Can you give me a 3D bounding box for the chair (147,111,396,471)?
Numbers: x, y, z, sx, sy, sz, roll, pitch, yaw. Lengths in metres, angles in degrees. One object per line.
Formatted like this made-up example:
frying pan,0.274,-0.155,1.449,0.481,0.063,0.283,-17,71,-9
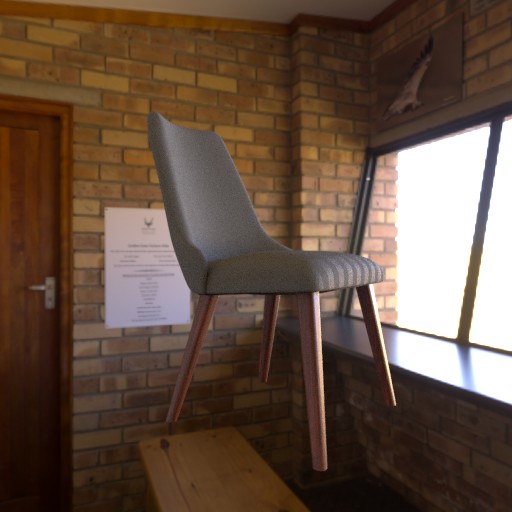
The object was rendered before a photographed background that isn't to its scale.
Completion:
chair,0.000,0.000,1.353,0.707,0.918,0.535,0,0,35
